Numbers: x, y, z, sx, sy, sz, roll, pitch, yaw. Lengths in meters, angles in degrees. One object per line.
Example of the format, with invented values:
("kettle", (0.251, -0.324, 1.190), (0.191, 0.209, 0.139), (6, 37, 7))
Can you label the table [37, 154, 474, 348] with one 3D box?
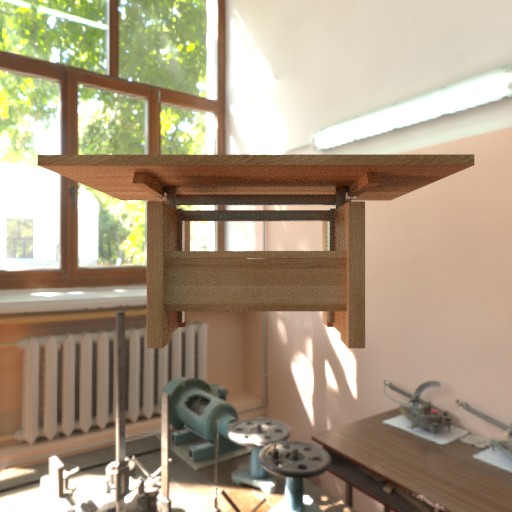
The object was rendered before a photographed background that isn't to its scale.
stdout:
("table", (0.000, 0.000, 1.464), (1.100, 0.510, 0.700), (0, 0, 0))
